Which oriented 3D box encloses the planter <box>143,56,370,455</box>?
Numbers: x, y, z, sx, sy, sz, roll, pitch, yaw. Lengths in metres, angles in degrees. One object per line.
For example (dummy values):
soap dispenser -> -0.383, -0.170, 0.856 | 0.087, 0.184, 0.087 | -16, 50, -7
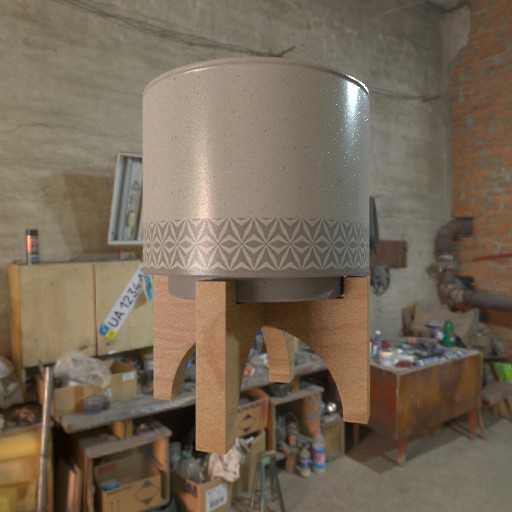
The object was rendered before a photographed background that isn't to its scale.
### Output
planter -> 0.000, 0.000, 0.262 | 0.130, 0.178, 0.130 | 0, 0, 0
